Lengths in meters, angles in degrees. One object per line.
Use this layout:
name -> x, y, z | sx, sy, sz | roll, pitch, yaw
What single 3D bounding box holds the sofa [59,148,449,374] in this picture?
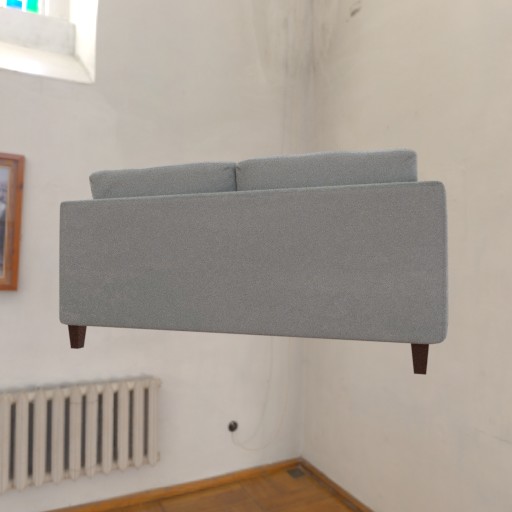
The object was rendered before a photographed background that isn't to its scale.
sofa -> 0.000, 0.000, 2.442 | 1.884, 0.963, 0.950 | 0, -1, 18
